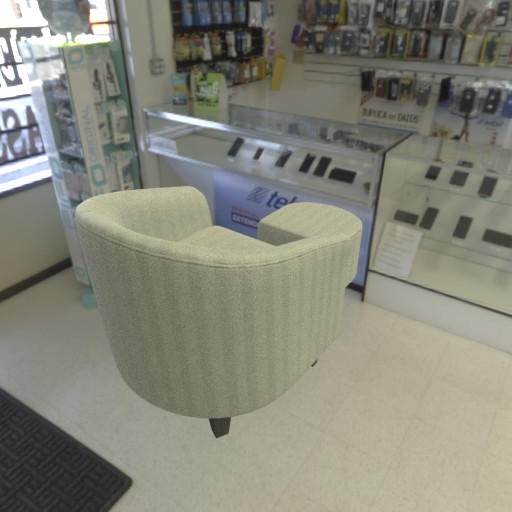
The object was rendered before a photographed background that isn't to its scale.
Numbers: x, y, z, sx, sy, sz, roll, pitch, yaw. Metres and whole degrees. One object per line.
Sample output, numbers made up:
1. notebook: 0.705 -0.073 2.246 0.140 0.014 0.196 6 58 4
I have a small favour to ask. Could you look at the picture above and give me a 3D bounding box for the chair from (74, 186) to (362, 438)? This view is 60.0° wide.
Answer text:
1. chair: 0.000 0.000 1.730 0.756 0.757 1.288 21 37 32
